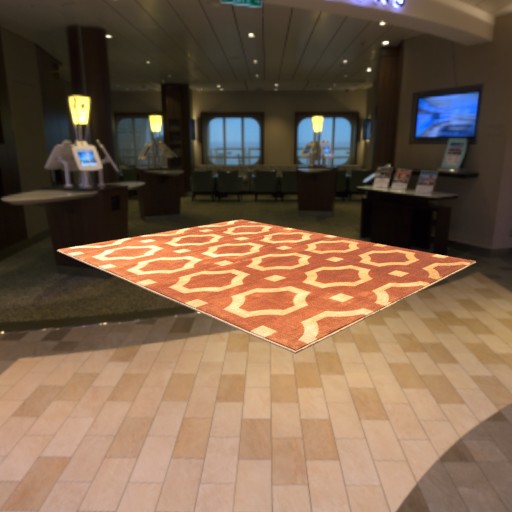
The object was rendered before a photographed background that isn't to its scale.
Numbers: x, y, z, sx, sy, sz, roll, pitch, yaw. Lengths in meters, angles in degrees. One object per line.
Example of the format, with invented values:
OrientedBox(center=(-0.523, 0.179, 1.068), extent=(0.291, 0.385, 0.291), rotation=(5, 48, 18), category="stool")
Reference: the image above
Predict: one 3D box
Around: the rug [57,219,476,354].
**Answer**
OrientedBox(center=(0.000, 0.000, 4.123), extent=(2.466, 0.021, 3.049), rotation=(-14, 20, -43), category="rug")
